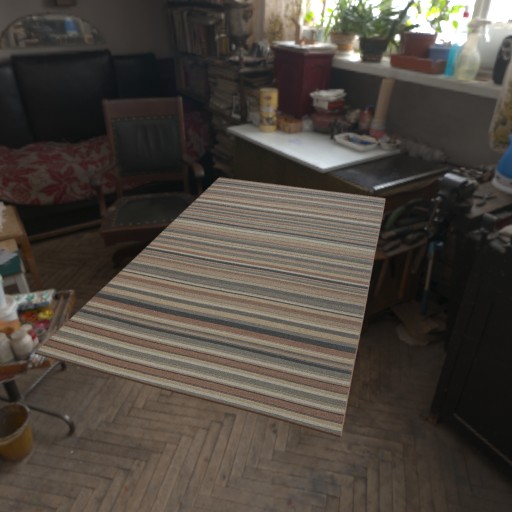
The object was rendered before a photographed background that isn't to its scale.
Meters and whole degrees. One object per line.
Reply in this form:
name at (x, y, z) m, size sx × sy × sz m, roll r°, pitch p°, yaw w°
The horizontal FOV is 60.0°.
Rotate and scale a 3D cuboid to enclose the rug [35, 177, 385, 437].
rug at (0.000, 0.000, 2.984) m, size 1.523 × 0.014 × 2.438 m, roll 10°, pitch 33°, yaw 15°
